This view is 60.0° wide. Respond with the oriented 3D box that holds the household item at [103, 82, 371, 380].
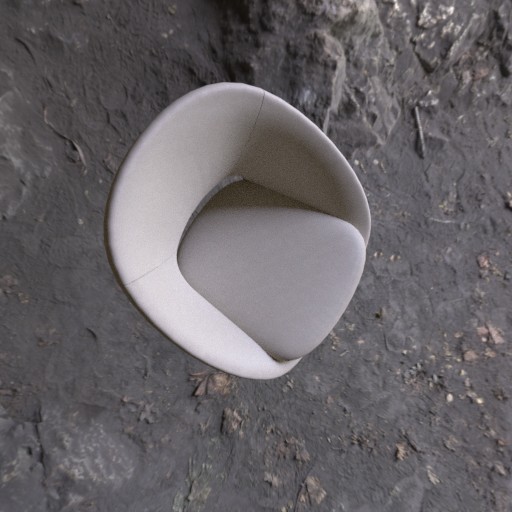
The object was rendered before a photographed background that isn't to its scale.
[{"bbox_3d":[0.000,0.000,1.253,0.573,0.852,0.623,32,79,7],"label":"household item"}]
